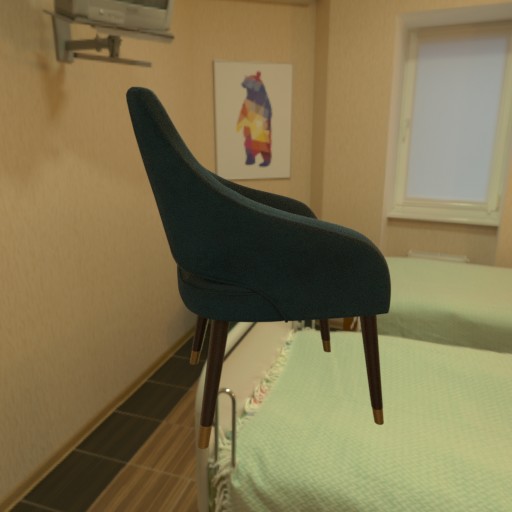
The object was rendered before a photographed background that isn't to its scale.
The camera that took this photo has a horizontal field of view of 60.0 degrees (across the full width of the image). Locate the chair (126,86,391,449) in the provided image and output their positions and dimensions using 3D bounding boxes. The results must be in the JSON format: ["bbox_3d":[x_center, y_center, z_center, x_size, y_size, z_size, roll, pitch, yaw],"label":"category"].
[{"bbox_3d":[0.000,0.000,1.557,0.794,1.081,0.683,-3,16,-10],"label":"chair"}]
